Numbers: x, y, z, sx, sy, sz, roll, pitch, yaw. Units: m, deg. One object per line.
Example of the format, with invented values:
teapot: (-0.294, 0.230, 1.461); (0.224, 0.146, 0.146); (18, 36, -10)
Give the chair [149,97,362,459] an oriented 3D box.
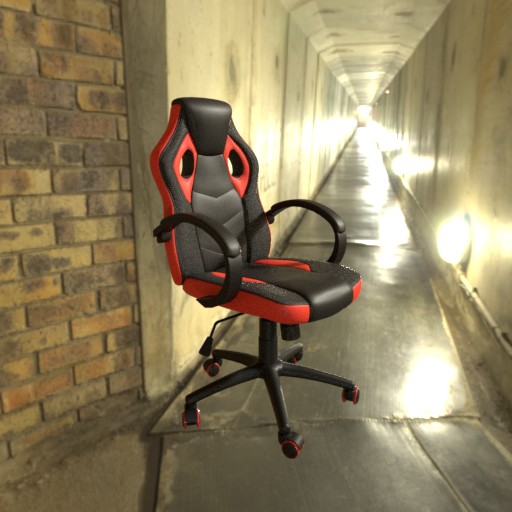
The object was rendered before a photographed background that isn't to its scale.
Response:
chair: (0.000, 0.000, 1.440); (0.642, 1.016, 0.600); (13, 19, 43)
